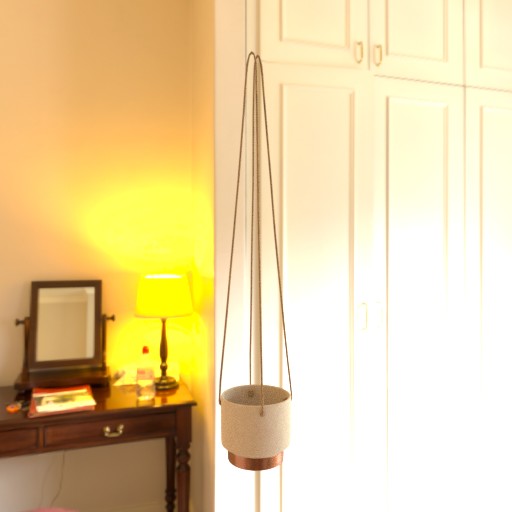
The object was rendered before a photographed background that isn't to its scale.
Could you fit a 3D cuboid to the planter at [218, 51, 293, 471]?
[{"bbox_3d":[0.000,0.000,0.922,0.146,0.841,0.146,0,0,36],"label":"planter"}]
